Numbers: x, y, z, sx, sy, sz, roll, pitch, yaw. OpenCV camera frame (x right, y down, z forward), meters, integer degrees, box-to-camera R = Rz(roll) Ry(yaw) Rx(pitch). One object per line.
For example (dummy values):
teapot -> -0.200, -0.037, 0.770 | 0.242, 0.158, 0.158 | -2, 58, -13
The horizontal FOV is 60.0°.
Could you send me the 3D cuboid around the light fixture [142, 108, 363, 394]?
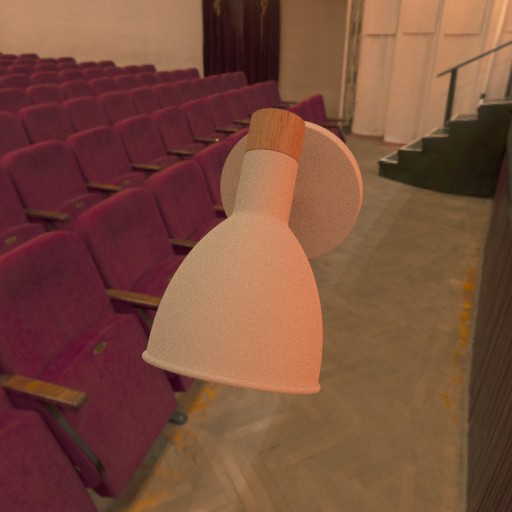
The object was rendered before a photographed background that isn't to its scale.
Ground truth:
light fixture -> 0.000, 0.000, 0.326 | 0.127, 0.199, 0.209 | 8, 27, 17
